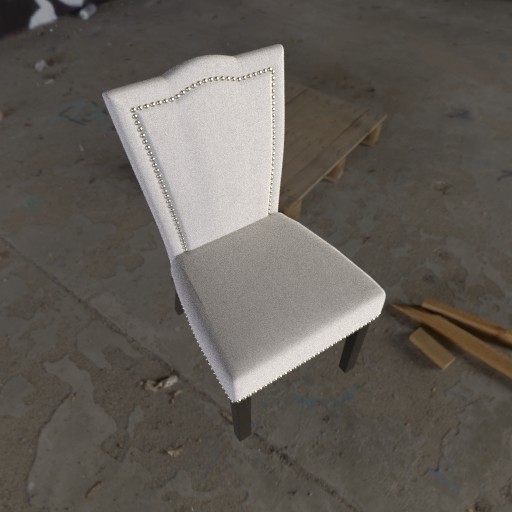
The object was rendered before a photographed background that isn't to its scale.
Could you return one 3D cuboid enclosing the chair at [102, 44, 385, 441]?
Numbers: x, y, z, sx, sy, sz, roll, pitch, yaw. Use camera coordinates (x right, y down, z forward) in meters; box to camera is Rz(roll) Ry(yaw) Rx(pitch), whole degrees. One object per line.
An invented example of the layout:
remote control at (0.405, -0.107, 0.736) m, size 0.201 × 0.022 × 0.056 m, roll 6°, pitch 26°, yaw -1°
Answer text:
chair at (0.000, 0.000, 1.274) m, size 0.518 × 0.946 × 0.589 m, roll -26°, pitch 52°, yaw -22°
